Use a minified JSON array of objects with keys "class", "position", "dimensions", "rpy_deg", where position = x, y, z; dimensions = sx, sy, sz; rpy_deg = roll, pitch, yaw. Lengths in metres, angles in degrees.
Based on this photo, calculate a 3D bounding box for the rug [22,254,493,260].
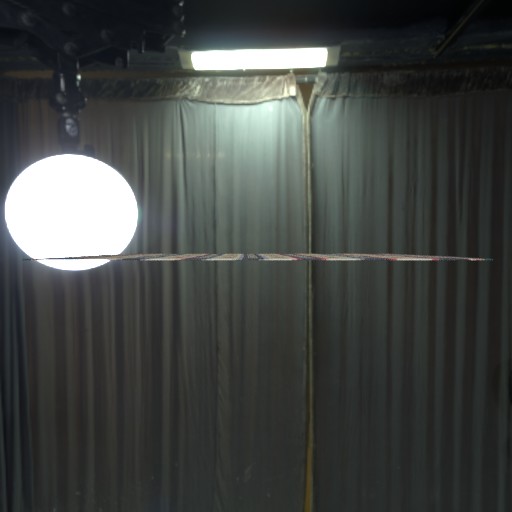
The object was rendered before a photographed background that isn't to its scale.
[{"class":"rug","position":[0.000,0.000,2.918],"dimensions":[2.311,0.010,1.522],"rpy_deg":[0,1,-1]}]
